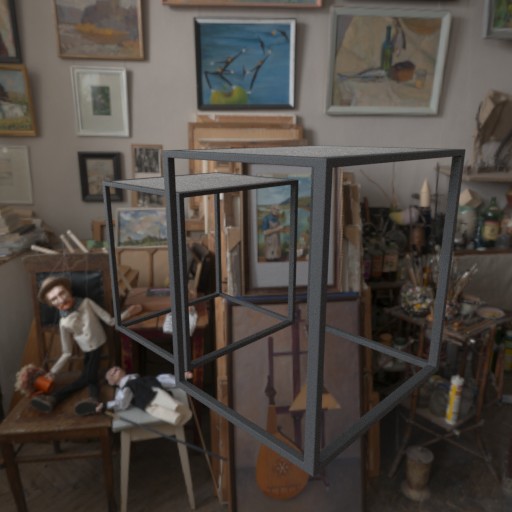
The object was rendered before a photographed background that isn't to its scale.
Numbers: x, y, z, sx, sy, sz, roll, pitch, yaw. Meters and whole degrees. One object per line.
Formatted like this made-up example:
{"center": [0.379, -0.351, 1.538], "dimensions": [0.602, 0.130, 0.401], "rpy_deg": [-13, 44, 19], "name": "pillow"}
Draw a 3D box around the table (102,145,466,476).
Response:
{"center": [0.000, 0.000, 1.137], "dimensions": [0.508, 0.540, 0.788], "rpy_deg": [-15, 21, -43], "name": "table"}
